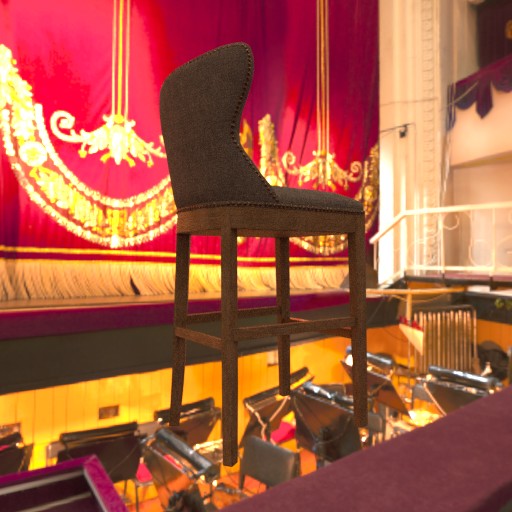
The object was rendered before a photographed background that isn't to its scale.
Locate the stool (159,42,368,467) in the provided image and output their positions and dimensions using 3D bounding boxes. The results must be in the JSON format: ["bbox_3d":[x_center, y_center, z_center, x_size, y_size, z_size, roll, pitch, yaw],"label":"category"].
[{"bbox_3d":[0.000,0.000,1.458,0.606,1.123,0.494,0,0,-36],"label":"stool"}]
